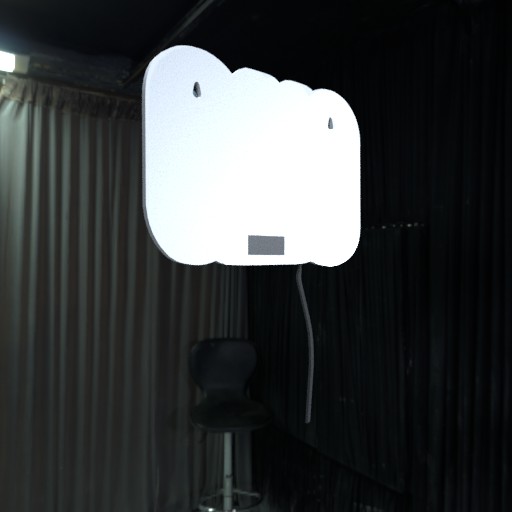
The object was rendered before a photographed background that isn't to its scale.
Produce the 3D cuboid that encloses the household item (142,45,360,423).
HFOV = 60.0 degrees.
[{"bbox_3d":[0.000,0.000,0.370,0.211,0.294,0.042,0,0,-36],"label":"household item"}]
